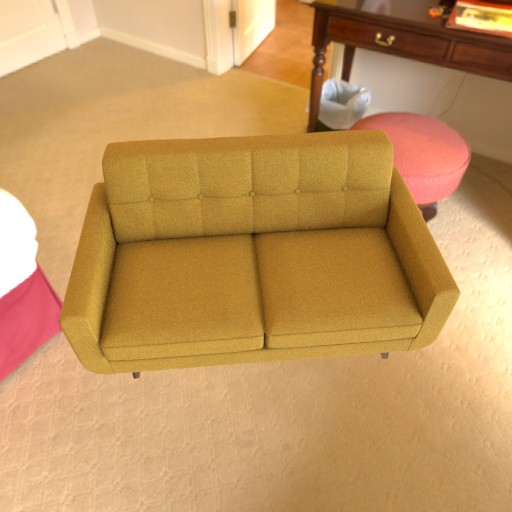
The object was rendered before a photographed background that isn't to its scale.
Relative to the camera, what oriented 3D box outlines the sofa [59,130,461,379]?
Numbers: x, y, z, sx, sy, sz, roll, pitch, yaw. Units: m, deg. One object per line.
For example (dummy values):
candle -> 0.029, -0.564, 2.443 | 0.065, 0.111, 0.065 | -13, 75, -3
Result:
sofa -> 0.000, 0.000, 2.167 | 1.631, 0.841, 0.909 | -4, 47, -3
